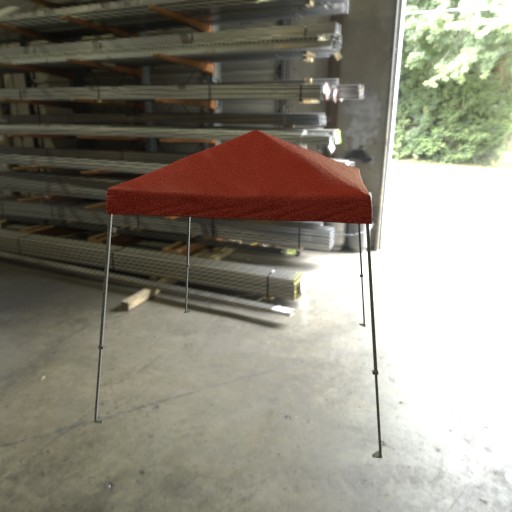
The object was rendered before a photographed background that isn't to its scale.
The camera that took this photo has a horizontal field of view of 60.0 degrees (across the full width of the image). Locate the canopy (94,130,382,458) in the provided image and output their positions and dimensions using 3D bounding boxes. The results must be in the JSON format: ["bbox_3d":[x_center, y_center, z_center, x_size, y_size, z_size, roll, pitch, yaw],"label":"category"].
[{"bbox_3d":[0.000,0.000,5.204,2.849,2.850,2.850,3,17,10],"label":"canopy"}]
